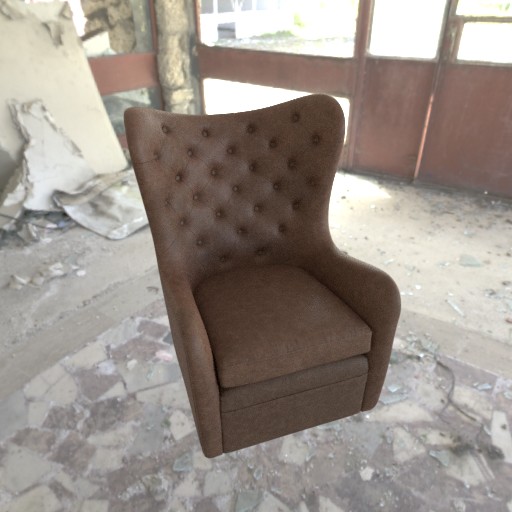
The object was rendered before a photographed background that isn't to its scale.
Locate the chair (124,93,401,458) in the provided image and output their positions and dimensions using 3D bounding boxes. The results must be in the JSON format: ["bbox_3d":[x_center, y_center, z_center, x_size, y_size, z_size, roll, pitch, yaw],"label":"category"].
[{"bbox_3d":[0.000,0.000,1.744,0.831,1.079,0.930,-10,32,-16],"label":"chair"}]
